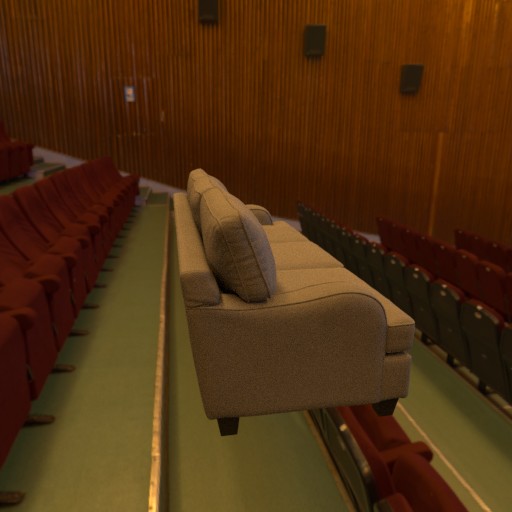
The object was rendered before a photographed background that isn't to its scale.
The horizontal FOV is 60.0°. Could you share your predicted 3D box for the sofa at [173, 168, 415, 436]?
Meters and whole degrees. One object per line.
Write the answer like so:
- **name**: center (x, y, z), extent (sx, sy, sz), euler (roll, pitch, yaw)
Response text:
- **sofa**: center (0.000, 0.000, 2.894), extent (1.016, 0.991, 2.323), euler (-3, 16, -10)
